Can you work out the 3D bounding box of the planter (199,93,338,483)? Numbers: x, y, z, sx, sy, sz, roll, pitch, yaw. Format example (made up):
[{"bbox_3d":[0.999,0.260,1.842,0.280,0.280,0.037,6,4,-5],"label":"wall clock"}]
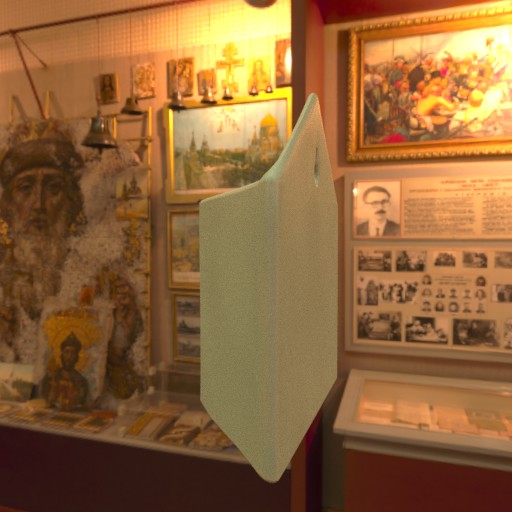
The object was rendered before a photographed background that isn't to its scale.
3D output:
[{"bbox_3d":[0.000,0.000,0.283,0.079,0.197,0.164,1,2,20],"label":"planter"}]
